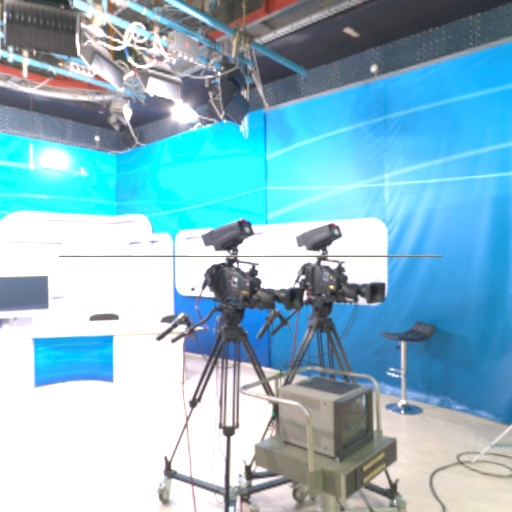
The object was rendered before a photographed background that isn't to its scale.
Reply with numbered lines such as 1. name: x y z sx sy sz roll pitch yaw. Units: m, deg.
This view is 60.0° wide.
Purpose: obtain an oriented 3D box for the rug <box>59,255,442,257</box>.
1. rug: 0.000 0.000 2.311 1.226 0.007 1.815 0 0 2
